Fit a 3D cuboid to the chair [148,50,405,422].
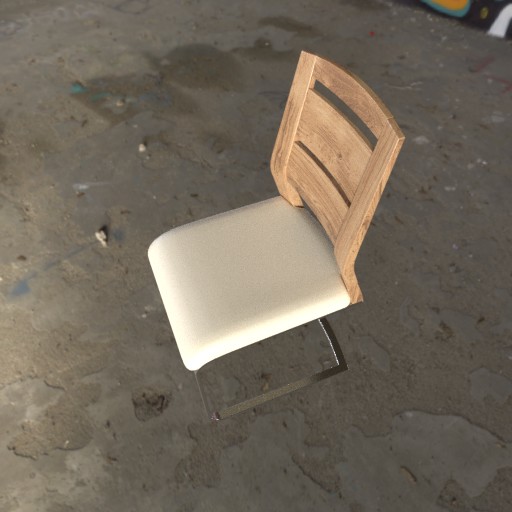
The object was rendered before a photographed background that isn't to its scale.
[{"bbox_3d":[0.000,0.000,1.258,0.561,0.955,0.457,-17,50,-15],"label":"chair"}]
